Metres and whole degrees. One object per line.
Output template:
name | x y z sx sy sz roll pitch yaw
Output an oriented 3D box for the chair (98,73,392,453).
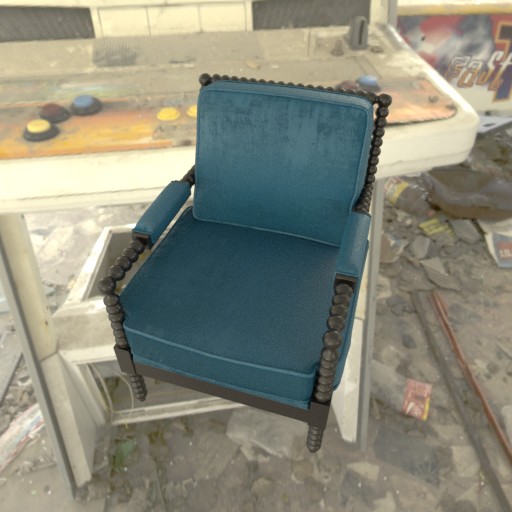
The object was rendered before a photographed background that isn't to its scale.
chair | 0.000 0.000 1.424 0.688 0.857 0.805 12 42 13
